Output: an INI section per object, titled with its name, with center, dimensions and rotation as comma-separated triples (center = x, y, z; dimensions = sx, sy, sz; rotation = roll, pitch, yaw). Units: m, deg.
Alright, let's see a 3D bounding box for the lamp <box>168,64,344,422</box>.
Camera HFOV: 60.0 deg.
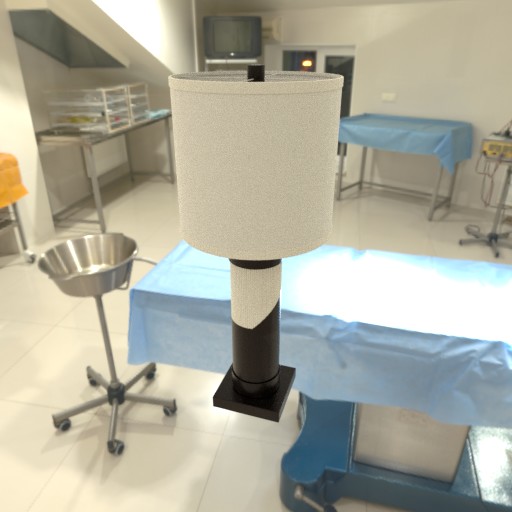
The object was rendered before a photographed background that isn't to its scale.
[lamp]
center = 0.000, 0.000, 0.643
dimensions = 0.211, 0.509, 0.211
rotation = 8, 27, 16
